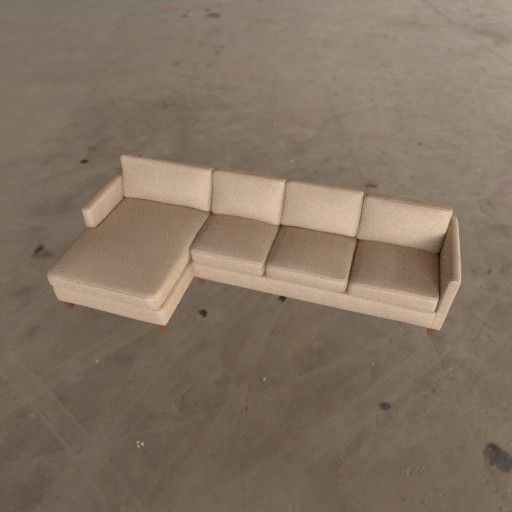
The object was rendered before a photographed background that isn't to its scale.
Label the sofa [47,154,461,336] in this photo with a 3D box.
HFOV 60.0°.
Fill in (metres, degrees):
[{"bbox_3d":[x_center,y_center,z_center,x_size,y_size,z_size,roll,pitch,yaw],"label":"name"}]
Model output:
[{"bbox_3d":[0.000,0.000,3.783,3.201,0.876,1.502,11,43,12],"label":"sofa"}]
